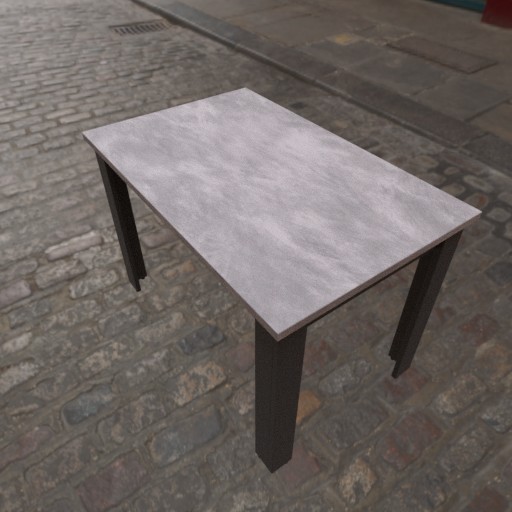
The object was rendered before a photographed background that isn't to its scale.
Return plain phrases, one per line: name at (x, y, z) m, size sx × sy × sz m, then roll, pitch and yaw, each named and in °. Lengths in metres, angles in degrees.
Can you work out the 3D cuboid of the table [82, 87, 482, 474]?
table at (0.000, 0.000, 1.608) m, size 0.700 × 0.734 × 1.100 m, roll -26°, pitch 48°, yaw -26°
